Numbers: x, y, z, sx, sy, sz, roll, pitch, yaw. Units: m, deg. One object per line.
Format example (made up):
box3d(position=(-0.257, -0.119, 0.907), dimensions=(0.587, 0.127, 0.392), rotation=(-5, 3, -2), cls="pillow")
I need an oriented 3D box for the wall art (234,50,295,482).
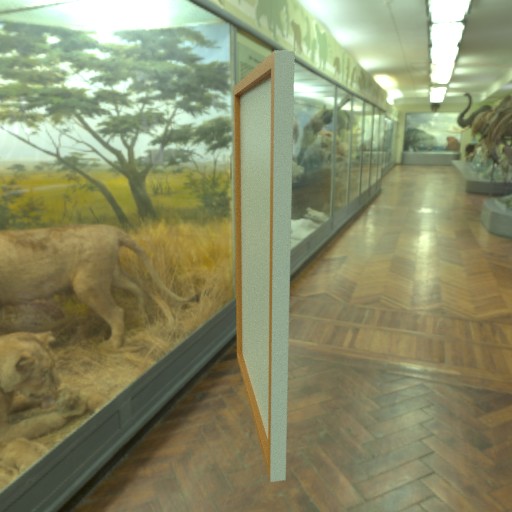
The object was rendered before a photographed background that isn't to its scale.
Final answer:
box3d(position=(0.000, 0.000, 0.793), dimensions=(0.025, 0.608, 0.405), rotation=(-3, 15, -9), cls="wall art")
